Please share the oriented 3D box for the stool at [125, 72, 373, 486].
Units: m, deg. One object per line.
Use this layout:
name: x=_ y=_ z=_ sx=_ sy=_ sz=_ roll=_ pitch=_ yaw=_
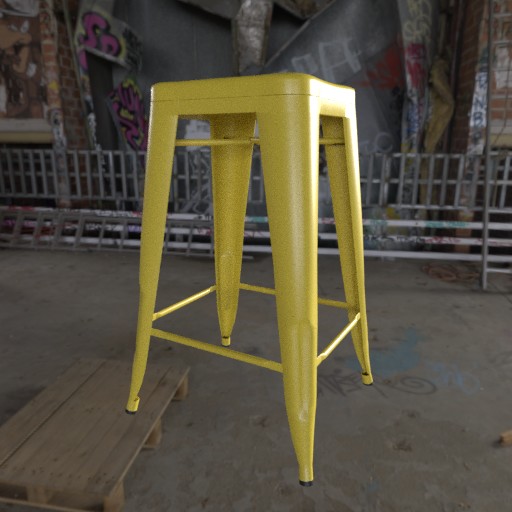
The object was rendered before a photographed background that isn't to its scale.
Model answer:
stool: x=0.000 y=0.000 z=0.845 sx=0.399 sy=0.609 sz=0.359 roll=8 pitch=17 yaw=29
